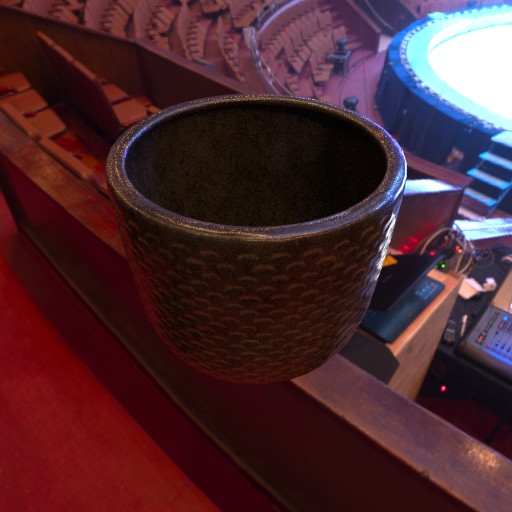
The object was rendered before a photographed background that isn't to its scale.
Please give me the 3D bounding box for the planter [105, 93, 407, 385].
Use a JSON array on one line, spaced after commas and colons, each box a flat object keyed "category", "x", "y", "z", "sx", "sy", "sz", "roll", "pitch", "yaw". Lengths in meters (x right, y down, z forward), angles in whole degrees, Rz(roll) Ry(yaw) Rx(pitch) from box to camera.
[{"category": "planter", "x": 0.000, "y": 0.000, "z": 0.356, "sx": 0.197, "sy": 0.191, "sz": 0.197, "roll": 0, "pitch": 41, "yaw": 0}]
